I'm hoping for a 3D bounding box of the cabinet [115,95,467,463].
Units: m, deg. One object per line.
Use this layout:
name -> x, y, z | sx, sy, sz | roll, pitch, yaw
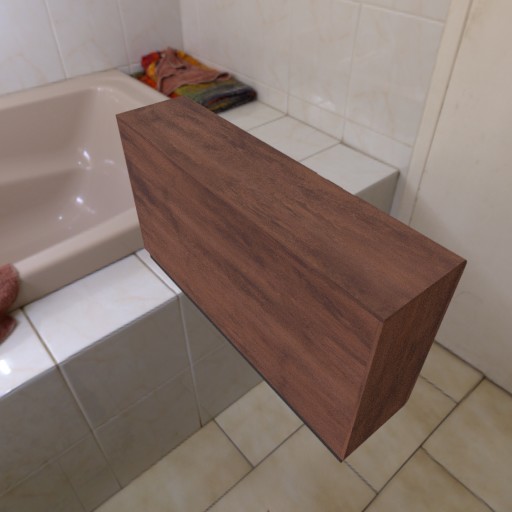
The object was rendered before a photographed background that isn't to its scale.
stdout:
cabinet -> 0.000, 0.000, 2.014 | 0.420, 0.900, 1.600 | -28, 49, -28
